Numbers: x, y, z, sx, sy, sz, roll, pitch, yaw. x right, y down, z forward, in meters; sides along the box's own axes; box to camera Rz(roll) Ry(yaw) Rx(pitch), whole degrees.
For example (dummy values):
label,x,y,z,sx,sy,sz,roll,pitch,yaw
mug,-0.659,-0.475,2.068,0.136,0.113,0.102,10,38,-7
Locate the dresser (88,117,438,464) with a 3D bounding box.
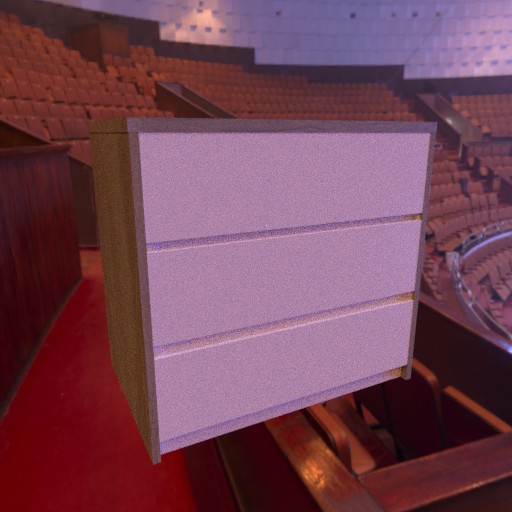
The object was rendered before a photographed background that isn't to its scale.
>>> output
label,x,y,z,sx,sy,sz,roll,pitch,yaw
dresser,0.000,0.000,1.322,0.809,0.762,0.529,-8,17,-26
